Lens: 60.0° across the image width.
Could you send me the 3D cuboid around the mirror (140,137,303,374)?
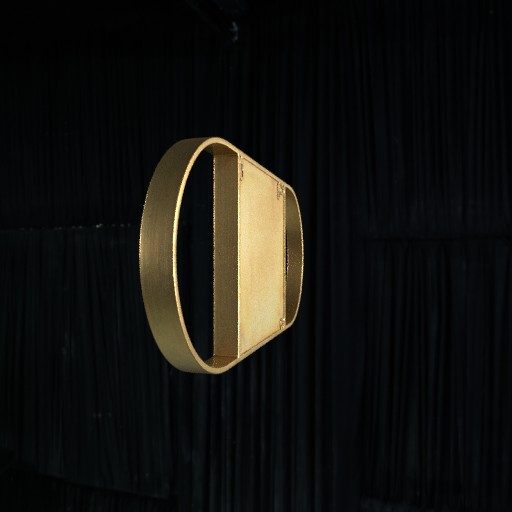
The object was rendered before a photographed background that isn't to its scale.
[{"bbox_3d":[0.000,0.000,0.650,0.032,0.254,0.584,0,0,17],"label":"mirror"}]
